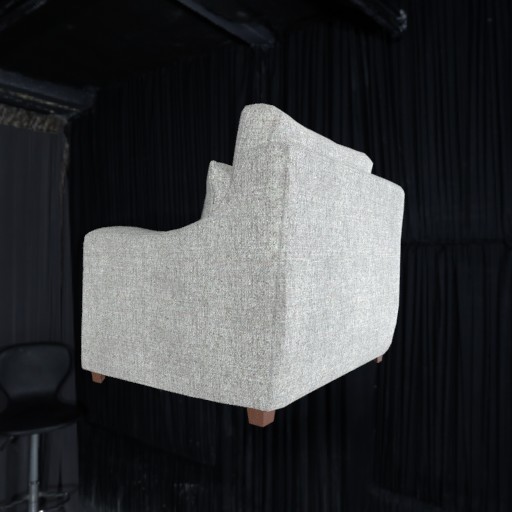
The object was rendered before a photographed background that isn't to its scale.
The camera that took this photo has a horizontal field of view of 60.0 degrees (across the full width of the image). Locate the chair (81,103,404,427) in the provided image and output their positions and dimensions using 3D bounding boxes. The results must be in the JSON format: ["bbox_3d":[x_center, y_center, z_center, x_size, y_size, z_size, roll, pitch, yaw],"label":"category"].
[{"bbox_3d":[0.000,0.000,1.996,1.009,1.037,1.138,0,0,35],"label":"chair"}]
